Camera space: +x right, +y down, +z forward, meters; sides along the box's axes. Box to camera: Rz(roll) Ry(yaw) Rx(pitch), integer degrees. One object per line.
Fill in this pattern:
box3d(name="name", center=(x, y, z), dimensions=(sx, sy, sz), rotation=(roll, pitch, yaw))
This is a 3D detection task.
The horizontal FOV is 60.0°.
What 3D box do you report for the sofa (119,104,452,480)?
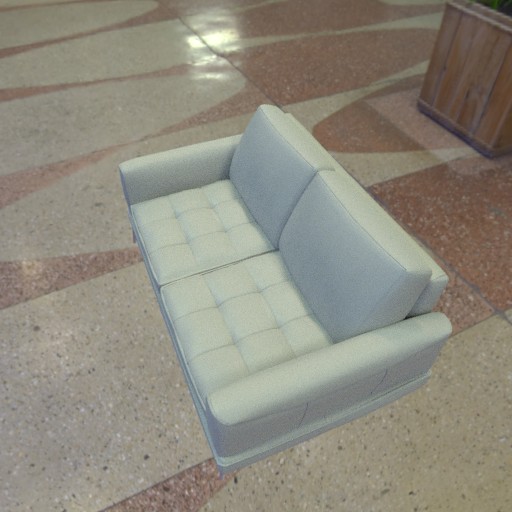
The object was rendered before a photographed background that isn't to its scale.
box3d(name="sofa", center=(0.000, 0.000, 2.369), dimensions=(1.121, 0.930, 1.819), rotation=(-17, 49, -16))
